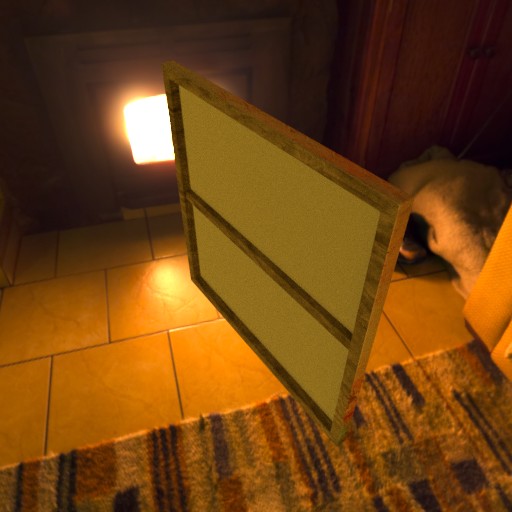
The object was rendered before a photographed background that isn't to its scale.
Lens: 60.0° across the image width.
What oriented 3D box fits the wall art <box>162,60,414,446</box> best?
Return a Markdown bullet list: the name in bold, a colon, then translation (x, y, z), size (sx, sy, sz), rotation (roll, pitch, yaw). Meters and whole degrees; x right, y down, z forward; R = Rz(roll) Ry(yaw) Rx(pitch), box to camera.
- **wall art**: translation (0.000, 0.000, 1.113), size (0.035, 0.747, 0.747), rotation (-26, 48, -26)
